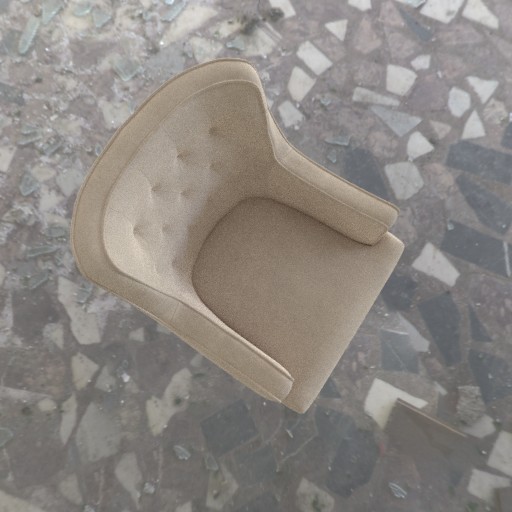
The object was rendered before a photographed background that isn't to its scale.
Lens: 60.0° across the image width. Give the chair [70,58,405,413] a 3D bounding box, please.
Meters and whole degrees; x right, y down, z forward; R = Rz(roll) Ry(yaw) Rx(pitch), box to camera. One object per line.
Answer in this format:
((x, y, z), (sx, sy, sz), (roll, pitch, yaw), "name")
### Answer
((0.000, 0.000, 1.594), (0.910, 0.920, 0.781), (33, 78, 8), "chair")
